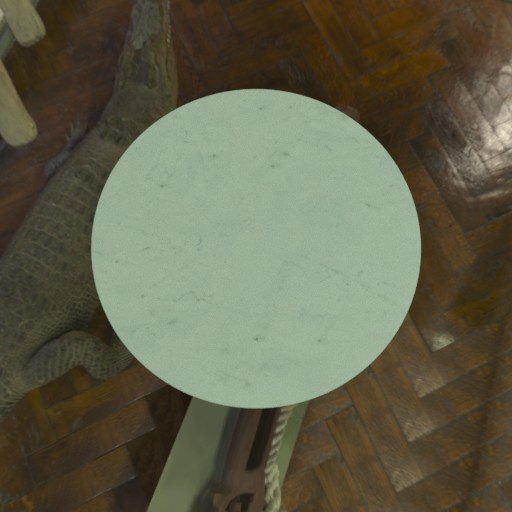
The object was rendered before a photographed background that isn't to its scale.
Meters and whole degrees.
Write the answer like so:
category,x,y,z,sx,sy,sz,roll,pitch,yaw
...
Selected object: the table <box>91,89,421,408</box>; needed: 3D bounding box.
category,x,y,z,sx,sy,sz,roll,pitch,yaw
table,0.000,0.000,1.296,0.800,0.450,0.800,0,77,0
